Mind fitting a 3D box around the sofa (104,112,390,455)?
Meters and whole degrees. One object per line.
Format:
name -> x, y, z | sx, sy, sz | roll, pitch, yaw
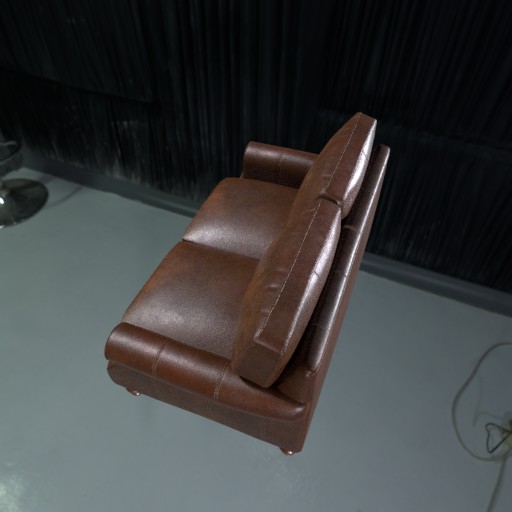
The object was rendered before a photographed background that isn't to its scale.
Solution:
sofa -> 0.000, 0.000, 2.241 | 0.990, 0.976, 1.616 | 16, 49, 14
